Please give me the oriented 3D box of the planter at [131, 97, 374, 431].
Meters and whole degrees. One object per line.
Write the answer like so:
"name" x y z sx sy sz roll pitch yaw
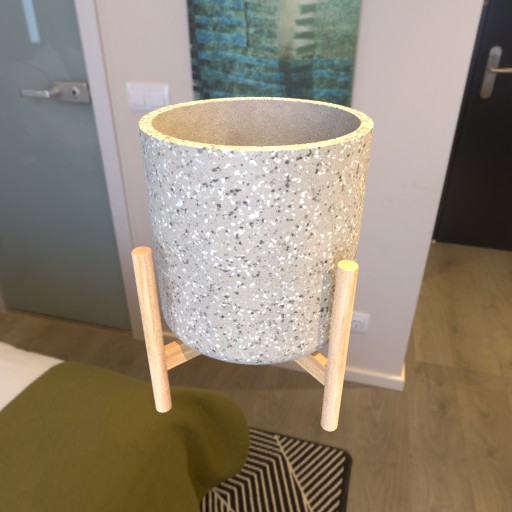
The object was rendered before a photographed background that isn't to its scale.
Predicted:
"planter" 0.000 0.000 0.689 0.360 0.419 0.360 -7 30 -13
